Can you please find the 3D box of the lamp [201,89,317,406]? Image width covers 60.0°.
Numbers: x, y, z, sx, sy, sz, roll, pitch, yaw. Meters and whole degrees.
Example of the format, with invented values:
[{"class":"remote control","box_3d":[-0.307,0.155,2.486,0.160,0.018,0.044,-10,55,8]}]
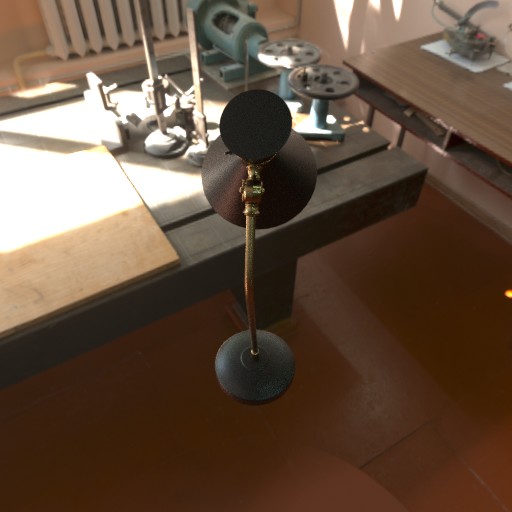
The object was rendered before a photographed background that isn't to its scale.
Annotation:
[{"class":"lamp","box_3d":[0.000,0.000,0.766,0.189,0.647,0.292,3,46,3]}]
